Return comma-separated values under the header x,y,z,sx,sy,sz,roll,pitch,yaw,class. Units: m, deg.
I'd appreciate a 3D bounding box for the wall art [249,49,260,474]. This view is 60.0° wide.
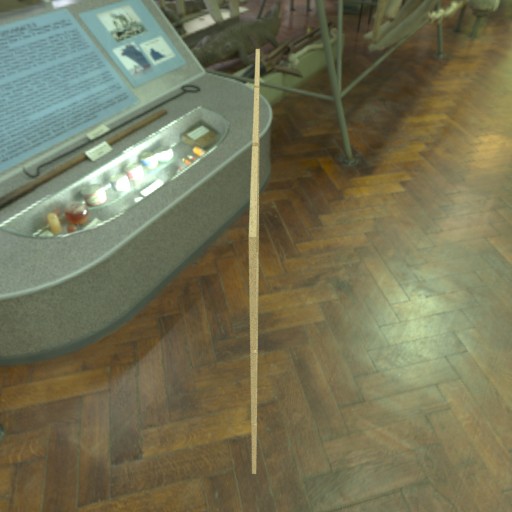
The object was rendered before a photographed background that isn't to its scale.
x,y,z,sx,sy,sz,roll,pitch,yaw,class
0.000,0.000,1.786,0.016,1.207,1.217,0,42,1,wall art
